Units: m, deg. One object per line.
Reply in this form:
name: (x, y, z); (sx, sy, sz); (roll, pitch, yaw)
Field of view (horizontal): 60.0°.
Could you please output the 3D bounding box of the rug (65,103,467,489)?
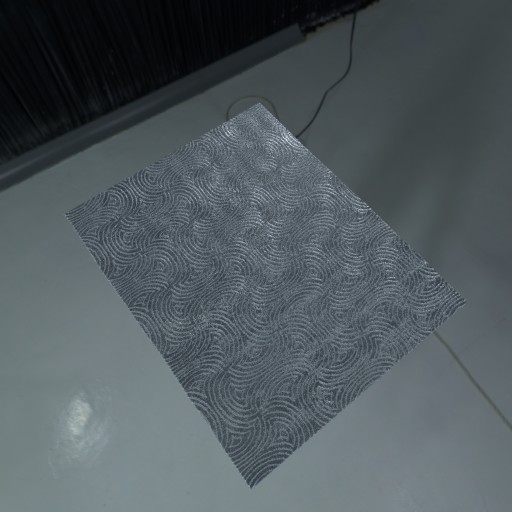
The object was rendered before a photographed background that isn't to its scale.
rug: (0.000, 0.000, 4.177); (2.456, 0.021, 3.042); (-35, 68, -16)
